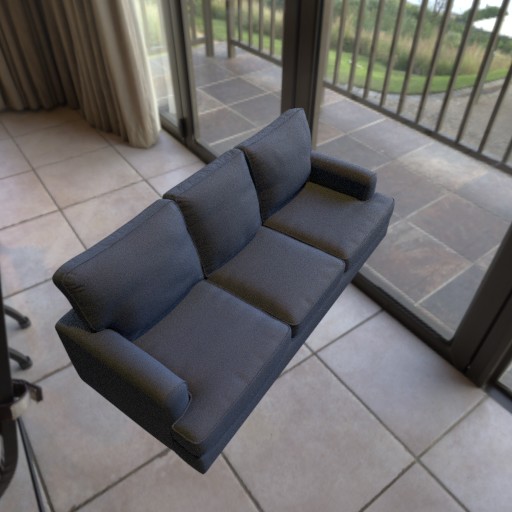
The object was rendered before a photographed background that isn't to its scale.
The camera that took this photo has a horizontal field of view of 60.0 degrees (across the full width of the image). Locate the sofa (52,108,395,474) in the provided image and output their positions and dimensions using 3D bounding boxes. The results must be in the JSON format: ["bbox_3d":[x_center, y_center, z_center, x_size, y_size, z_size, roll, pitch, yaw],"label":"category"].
[{"bbox_3d":[0.000,0.000,2.665,0.951,0.965,2.158,26,49,25],"label":"sofa"}]
